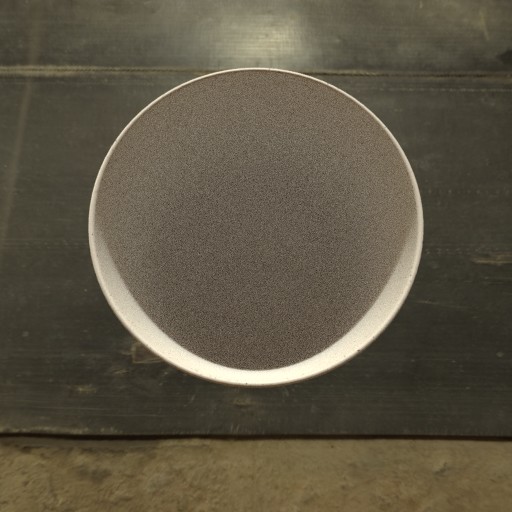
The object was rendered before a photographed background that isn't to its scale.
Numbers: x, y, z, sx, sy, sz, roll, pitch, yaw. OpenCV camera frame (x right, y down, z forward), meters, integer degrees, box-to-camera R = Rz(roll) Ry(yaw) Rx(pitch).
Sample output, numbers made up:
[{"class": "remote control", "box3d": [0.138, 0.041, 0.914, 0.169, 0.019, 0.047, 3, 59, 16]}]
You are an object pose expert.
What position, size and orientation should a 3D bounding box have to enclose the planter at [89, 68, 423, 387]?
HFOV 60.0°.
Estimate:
[{"class": "planter", "box3d": [0.000, 0.000, 0.361, 0.195, 0.214, 0.195, 0, 77, 0]}]
